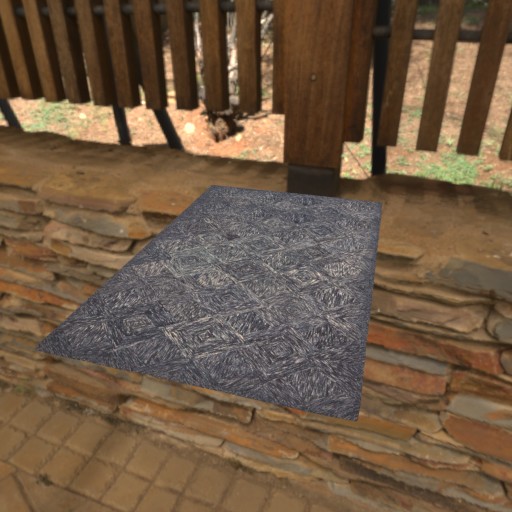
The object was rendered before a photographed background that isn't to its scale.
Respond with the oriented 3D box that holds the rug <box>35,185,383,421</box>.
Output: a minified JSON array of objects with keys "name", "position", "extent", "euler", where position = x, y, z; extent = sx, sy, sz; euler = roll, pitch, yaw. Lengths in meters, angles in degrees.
[{"name":"rug","position":[0.000,0.000,2.171],"extent":[1.139,0.010,1.754],"euler":[8,30,14]}]
